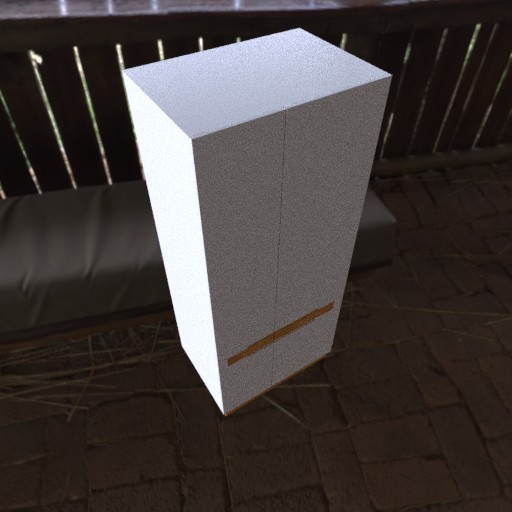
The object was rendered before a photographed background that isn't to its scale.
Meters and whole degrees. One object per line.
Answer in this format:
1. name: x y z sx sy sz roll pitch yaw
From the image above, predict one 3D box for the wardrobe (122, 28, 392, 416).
1. wardrobe: 0.000 0.000 2.451 0.860 2.040 0.600 -25 51 -22
